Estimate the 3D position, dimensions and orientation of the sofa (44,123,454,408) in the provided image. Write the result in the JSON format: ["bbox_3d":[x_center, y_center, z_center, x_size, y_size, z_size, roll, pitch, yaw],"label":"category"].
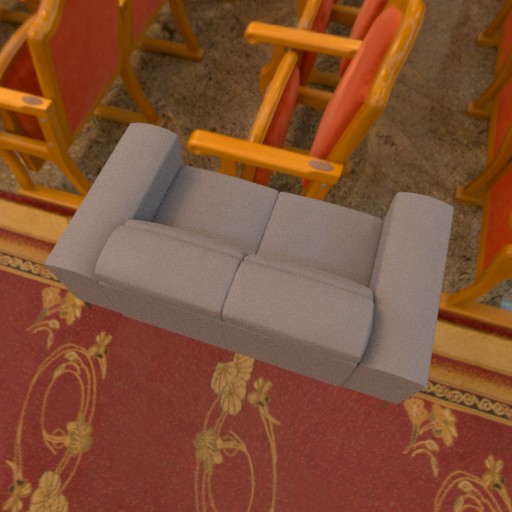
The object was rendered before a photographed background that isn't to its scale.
[{"bbox_3d":[0.000,0.000,2.449,1.895,0.779,1.003,16,64,8],"label":"sofa"}]
